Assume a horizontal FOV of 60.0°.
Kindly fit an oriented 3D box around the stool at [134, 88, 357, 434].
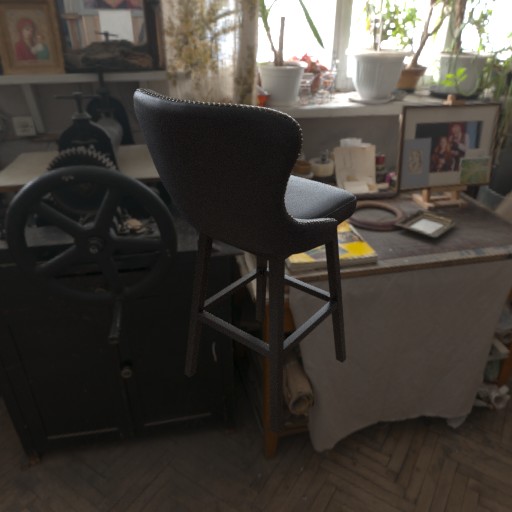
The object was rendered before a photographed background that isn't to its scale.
[{"bbox_3d":[0.000,0.000,1.427,0.528,1.050,0.601,22,36,33],"label":"stool"}]
